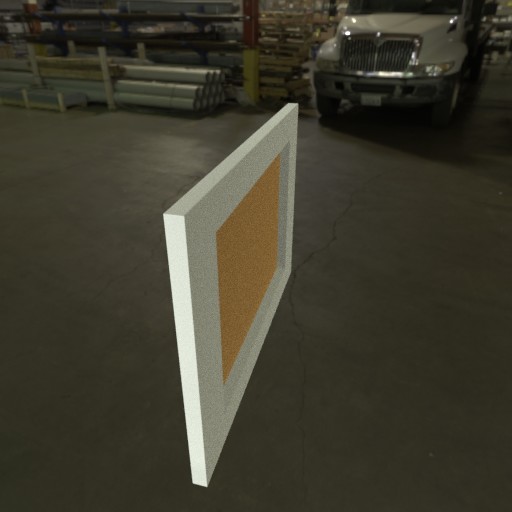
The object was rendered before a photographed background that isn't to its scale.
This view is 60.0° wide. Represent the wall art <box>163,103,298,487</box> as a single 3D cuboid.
[{"bbox_3d":[0.000,0.000,1.165,0.033,0.617,0.906,7,30,13],"label":"wall art"}]
